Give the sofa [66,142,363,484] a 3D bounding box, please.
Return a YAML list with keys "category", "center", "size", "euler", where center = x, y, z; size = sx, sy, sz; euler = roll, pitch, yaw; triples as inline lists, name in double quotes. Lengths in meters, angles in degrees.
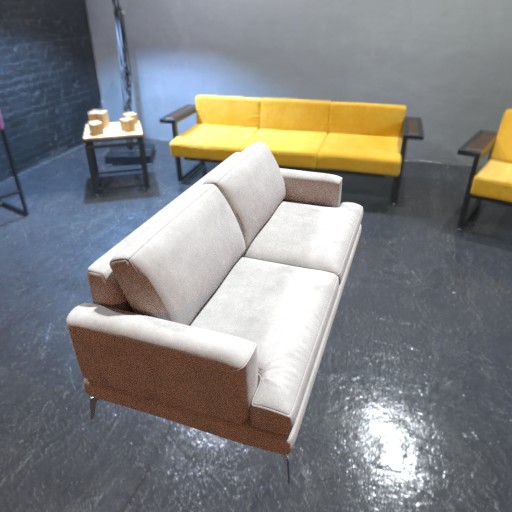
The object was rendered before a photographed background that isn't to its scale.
- category: "sofa"
  center: [0.000, 0.000, 2.512]
  size: [0.980, 0.830, 2.013]
  euler: [10, 32, 17]
